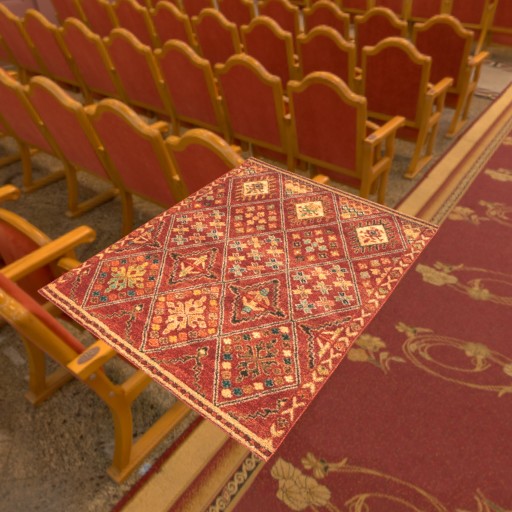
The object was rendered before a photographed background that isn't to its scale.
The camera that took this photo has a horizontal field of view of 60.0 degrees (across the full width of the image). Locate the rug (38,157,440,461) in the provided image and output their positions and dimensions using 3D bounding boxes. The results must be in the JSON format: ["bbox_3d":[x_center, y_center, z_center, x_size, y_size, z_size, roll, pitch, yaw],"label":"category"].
[{"bbox_3d":[0.000,0.000,4.244,2.489,0.030,3.086,26,47,27],"label":"rug"}]
